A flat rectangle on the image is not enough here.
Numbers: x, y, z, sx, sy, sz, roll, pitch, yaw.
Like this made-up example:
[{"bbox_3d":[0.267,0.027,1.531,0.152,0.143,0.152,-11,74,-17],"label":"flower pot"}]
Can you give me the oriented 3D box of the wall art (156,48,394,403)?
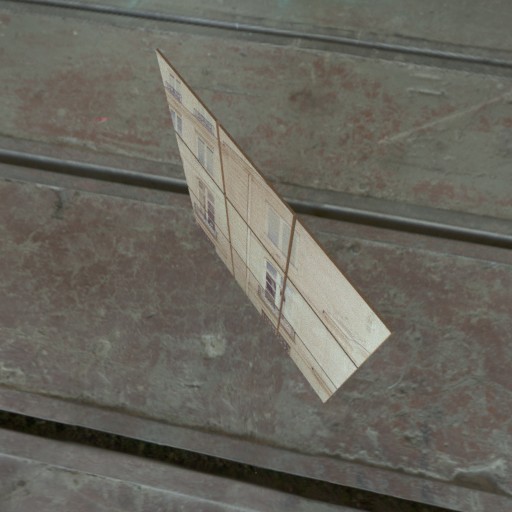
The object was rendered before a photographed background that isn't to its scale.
[{"bbox_3d":[0.000,0.000,2.331,0.023,1.522,1.526,-31,68,-14],"label":"wall art"}]
